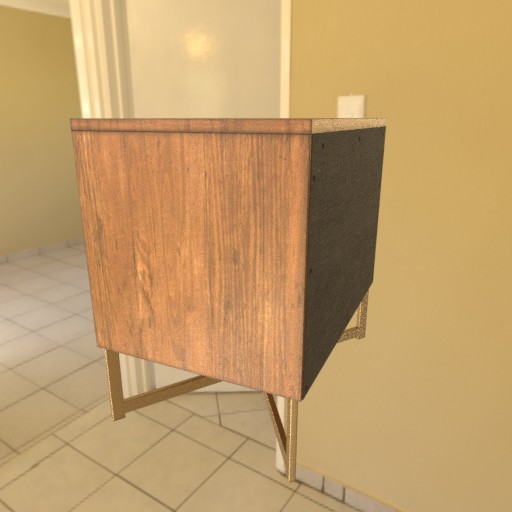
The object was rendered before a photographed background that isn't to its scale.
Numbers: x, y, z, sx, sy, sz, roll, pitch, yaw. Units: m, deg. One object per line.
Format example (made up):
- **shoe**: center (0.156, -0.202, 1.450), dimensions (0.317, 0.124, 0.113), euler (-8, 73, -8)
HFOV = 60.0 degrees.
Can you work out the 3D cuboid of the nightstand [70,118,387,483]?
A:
- **nightstand**: center (0.000, 0.000, 1.028), dimensions (0.446, 0.610, 0.610), euler (8, 19, 24)
